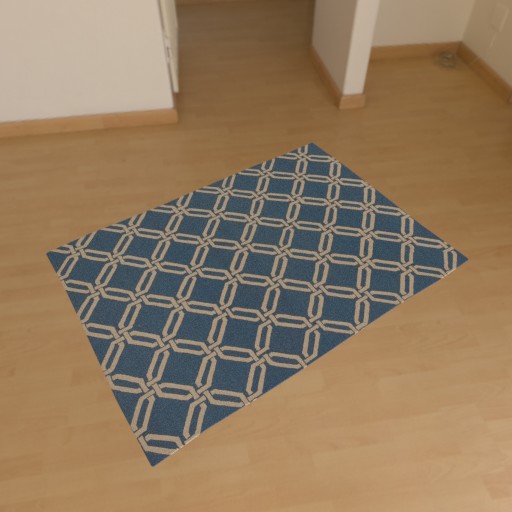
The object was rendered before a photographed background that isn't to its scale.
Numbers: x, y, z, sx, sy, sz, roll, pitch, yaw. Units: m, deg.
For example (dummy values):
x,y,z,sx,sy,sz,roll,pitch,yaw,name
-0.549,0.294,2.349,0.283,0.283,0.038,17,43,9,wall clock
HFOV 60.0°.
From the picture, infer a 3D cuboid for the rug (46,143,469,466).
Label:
x,y,z,sx,sy,sz,roll,pitch,yaw,name
0.000,0.000,2.720,2.135,0.013,1.524,-27,53,-22,rug
